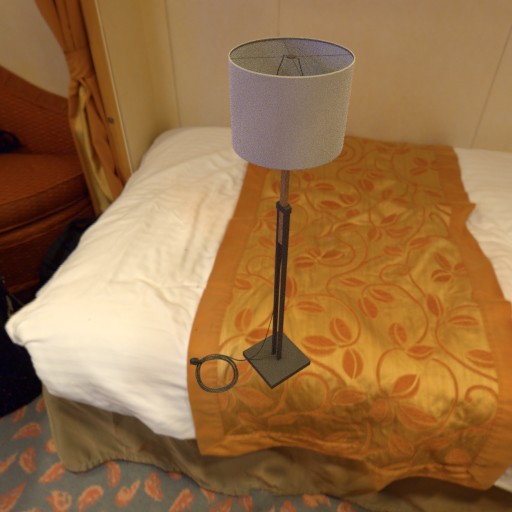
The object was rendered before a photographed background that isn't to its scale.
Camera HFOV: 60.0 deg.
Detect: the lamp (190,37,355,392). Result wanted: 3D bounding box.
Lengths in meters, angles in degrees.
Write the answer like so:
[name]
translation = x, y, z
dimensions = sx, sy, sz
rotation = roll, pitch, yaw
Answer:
[lamp]
translation = 0.000, 0.000, 1.941
dimensions = 0.639, 1.650, 0.474
rotation = -25, 47, -26
